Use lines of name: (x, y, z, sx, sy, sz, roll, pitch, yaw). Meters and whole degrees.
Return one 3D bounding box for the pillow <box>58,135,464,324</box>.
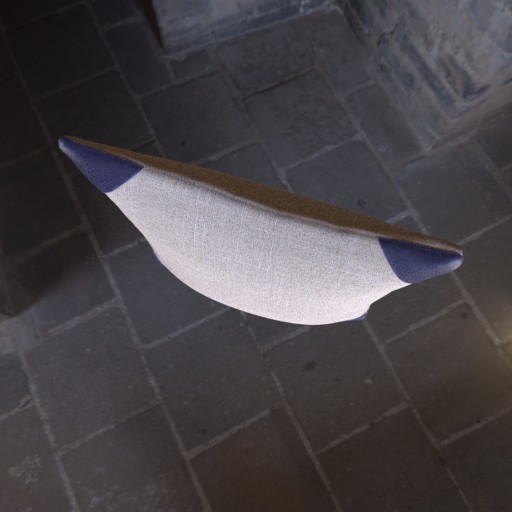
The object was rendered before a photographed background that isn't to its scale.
pillow: (0.000, 0.000, 0.659, 0.440, 0.441, 0.147, 16, 76, 4)
